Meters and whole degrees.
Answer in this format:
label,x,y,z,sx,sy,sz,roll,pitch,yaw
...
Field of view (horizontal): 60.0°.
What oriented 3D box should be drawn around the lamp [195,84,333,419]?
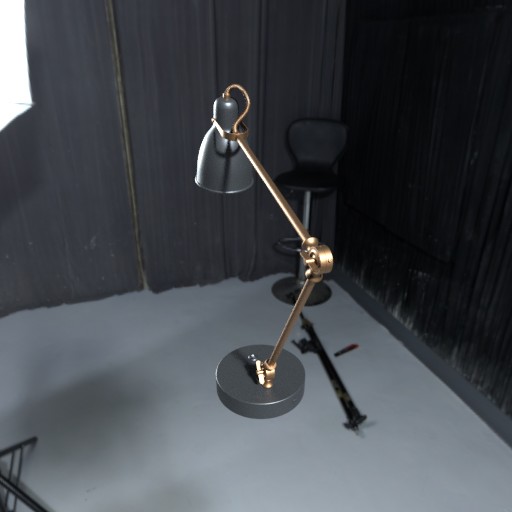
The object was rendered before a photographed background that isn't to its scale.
label,x,y,z,sx,sy,sz,roll,pitch,yaw
lamp,0.000,0.000,0.842,0.187,0.587,0.561,-8,27,-17
